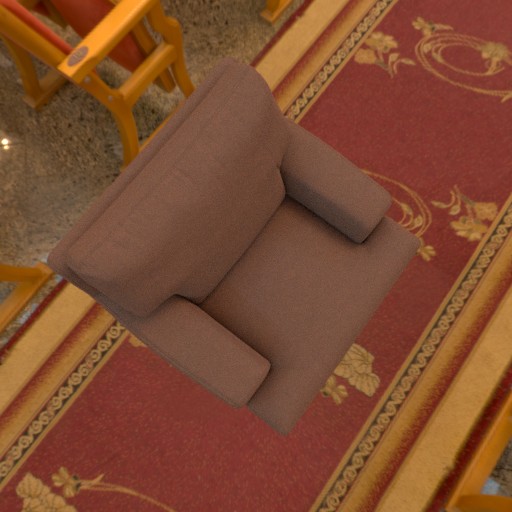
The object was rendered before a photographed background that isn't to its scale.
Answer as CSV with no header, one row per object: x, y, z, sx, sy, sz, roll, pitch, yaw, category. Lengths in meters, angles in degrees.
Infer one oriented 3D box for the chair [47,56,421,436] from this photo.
0.000,0.000,1.962,1.143,0.940,1.168,37,80,8,chair
